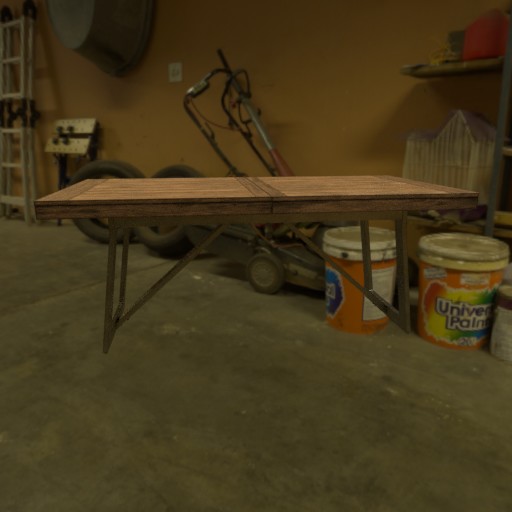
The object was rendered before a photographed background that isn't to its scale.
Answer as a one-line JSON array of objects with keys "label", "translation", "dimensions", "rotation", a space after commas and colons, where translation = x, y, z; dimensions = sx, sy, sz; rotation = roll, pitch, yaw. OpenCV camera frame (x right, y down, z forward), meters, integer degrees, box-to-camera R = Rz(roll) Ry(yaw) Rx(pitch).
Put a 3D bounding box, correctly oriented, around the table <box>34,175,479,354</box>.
[{"label": "table", "translation": [0.000, 0.000, 2.381], "dimensions": [1.867, 0.757, 0.931], "rotation": [-2, 15, -8]}]
